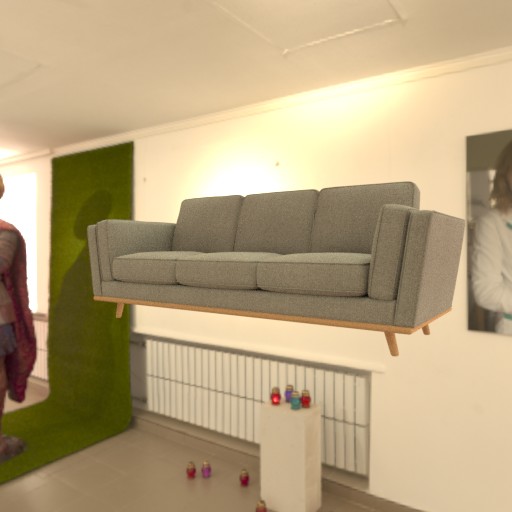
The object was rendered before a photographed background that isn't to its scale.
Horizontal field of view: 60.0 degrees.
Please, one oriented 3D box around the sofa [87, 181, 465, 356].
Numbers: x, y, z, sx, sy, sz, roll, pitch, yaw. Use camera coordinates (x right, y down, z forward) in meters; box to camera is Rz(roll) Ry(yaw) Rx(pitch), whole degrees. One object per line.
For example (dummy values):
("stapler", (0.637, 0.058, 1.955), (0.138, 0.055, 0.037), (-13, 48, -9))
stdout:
("sofa", (0.000, 0.000, 2.866), (2.362, 0.899, 0.903), (1, 1, 34))
